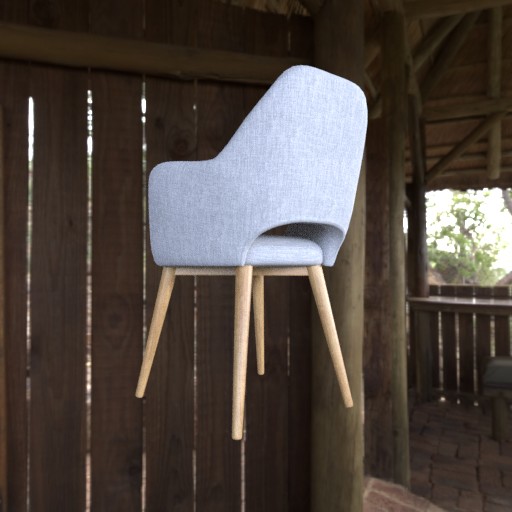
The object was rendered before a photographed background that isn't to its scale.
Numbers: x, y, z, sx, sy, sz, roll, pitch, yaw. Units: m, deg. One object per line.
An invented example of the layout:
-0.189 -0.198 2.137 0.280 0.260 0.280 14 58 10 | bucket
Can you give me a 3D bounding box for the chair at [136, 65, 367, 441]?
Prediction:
0.000 0.000 1.251 0.590 0.840 0.610 1 -2 -37 | chair
